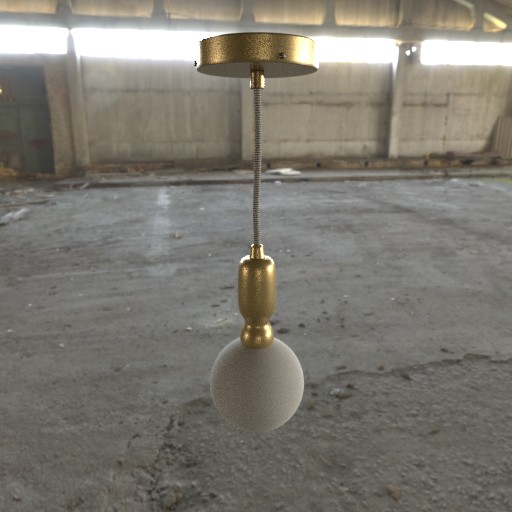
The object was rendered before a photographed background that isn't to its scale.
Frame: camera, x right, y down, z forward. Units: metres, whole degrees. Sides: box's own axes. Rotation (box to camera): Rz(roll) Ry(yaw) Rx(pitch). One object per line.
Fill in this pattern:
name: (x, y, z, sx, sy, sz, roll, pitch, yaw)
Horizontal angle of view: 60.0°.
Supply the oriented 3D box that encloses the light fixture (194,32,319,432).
light fixture: (0.000, 0.000, 0.586, 0.146, 0.510, 0.147, -3, 16, -10)
